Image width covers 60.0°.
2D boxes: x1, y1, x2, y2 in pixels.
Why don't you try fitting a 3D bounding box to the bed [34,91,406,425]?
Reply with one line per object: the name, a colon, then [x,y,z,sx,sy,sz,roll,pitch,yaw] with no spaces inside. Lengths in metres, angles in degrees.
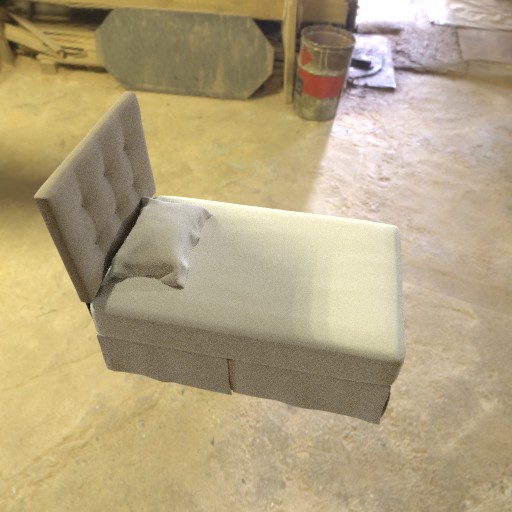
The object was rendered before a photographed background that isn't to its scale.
bed: [0.000,0.000,2.931,1.997,1.571,1.261,8,47,8]
